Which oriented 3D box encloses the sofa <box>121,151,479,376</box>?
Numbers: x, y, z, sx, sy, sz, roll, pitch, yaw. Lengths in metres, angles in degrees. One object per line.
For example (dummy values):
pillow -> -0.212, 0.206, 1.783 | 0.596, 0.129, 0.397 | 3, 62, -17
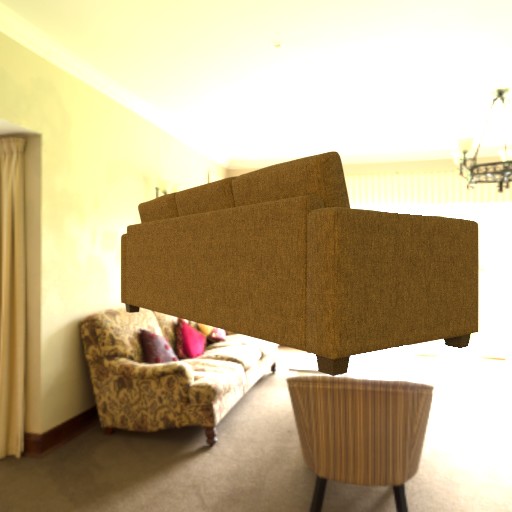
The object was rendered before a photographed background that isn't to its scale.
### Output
sofa -> 0.000, 0.000, 2.559 | 0.900, 0.800, 2.160 | 0, 0, -35
